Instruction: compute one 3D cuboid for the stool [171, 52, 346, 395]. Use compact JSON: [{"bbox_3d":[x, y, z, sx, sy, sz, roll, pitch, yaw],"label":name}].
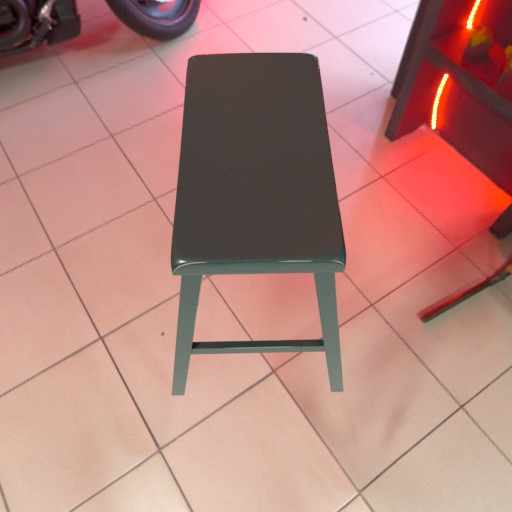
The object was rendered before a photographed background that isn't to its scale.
[{"bbox_3d":[0.000,0.000,1.026,0.476,0.737,0.457,-1,60,-1],"label":"stool"}]
